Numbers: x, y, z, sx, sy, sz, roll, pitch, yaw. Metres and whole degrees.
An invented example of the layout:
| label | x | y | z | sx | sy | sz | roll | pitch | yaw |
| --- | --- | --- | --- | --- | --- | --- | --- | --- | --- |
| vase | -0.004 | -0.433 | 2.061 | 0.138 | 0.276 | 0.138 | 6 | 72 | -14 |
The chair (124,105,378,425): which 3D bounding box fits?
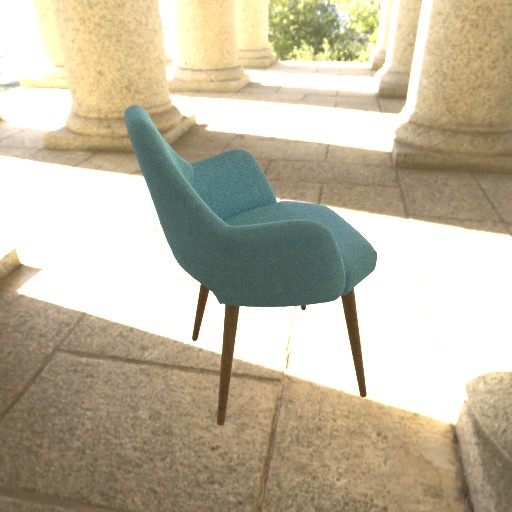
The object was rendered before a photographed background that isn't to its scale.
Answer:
| label | x | y | z | sx | sy | sz | roll | pitch | yaw |
| --- | --- | --- | --- | --- | --- | --- | --- | --- | --- |
| chair | 0.000 | 0.000 | 1.266 | 0.610 | 0.840 | 0.590 | -9 | 32 | -16 |
